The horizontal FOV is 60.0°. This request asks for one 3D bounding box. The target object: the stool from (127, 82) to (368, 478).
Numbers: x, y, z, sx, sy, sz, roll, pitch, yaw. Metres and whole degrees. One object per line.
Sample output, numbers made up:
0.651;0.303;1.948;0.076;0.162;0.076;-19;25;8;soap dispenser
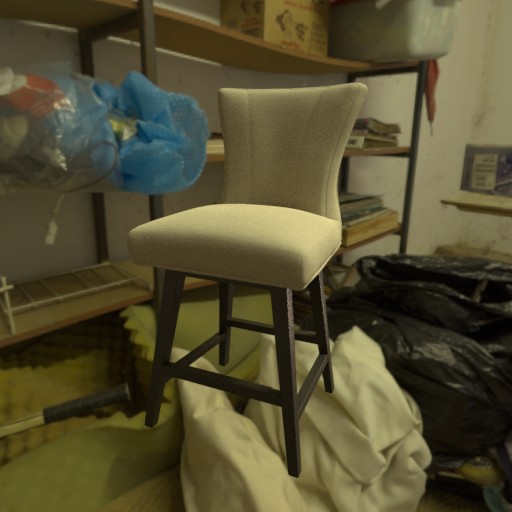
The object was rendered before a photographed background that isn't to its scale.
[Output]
0.000;0.000;1.342;0.514;1.000;0.574;7;18;24;stool
